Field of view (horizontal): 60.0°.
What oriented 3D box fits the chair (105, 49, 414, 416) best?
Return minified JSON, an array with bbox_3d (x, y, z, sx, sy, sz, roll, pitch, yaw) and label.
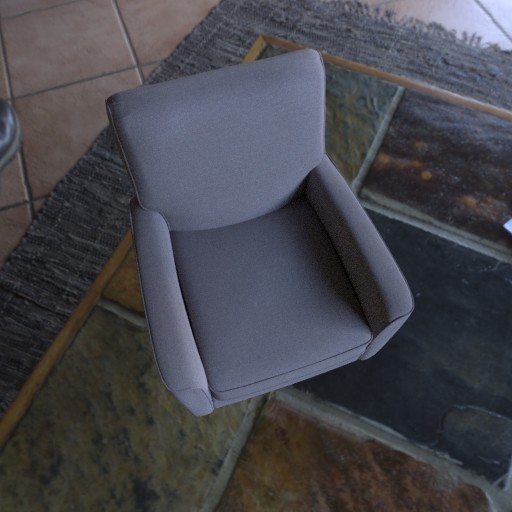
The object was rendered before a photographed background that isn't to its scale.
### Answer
[{"bbox_3d":[0.000,0.000,1.600,0.845,1.023,0.859,-17,65,-8],"label":"chair"}]
